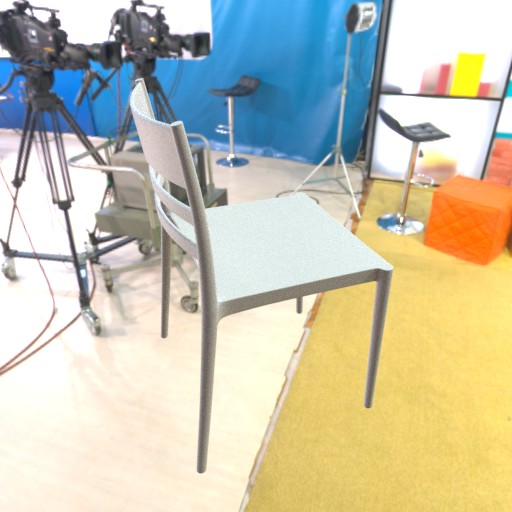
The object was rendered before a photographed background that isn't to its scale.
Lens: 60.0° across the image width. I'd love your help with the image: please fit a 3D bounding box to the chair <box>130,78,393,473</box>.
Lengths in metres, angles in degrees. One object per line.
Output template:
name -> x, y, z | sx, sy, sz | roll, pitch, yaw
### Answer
chair -> 0.000, 0.000, 1.119 | 0.511, 0.800, 0.531 | -10, 32, -17
